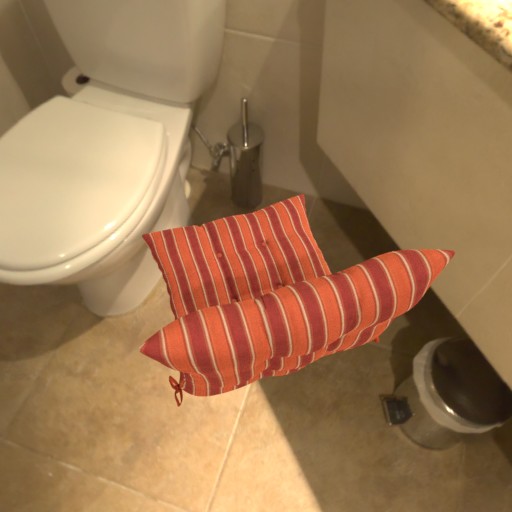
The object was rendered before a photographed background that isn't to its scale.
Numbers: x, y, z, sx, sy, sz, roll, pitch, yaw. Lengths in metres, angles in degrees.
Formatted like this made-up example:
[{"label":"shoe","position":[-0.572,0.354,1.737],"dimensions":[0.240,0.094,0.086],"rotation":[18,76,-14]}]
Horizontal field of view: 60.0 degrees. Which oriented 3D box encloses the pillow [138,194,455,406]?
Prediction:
[{"label":"pillow","position":[0.000,0.000,0.999],"dimensions":[0.541,0.536,0.585],"rotation":[-16,60,-9]}]
